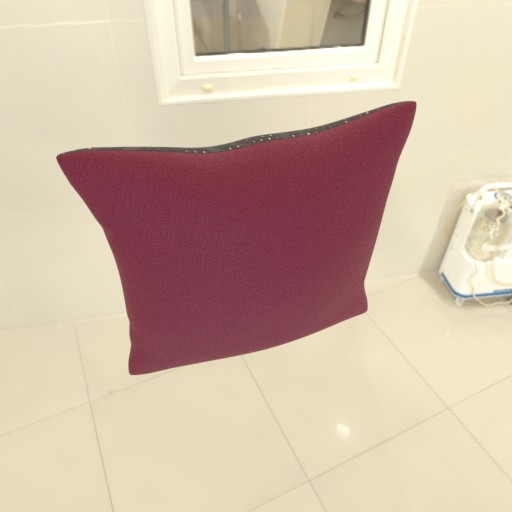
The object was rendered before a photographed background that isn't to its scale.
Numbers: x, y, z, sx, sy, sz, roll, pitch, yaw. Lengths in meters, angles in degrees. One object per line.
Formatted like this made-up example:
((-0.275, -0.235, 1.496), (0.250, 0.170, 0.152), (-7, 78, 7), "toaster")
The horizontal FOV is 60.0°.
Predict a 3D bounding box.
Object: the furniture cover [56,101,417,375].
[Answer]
((0.000, 0.000, 0.811), (0.552, 0.509, 0.193), (-13, 43, -14), "furniture cover")
